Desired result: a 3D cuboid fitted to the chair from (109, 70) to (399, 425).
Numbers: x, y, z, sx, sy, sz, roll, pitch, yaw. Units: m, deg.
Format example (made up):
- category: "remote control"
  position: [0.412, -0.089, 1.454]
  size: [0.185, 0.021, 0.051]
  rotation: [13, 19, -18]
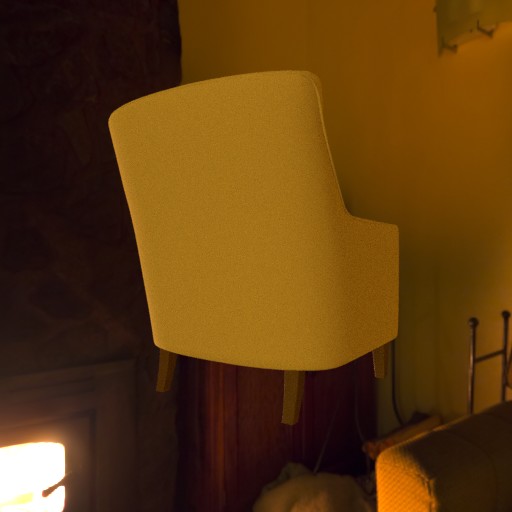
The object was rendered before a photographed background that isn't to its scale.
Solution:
- category: "chair"
  position: [0.000, 0.000, 1.529]
  size: [0.756, 0.916, 0.879]
  rotation: [0, 1, 35]
